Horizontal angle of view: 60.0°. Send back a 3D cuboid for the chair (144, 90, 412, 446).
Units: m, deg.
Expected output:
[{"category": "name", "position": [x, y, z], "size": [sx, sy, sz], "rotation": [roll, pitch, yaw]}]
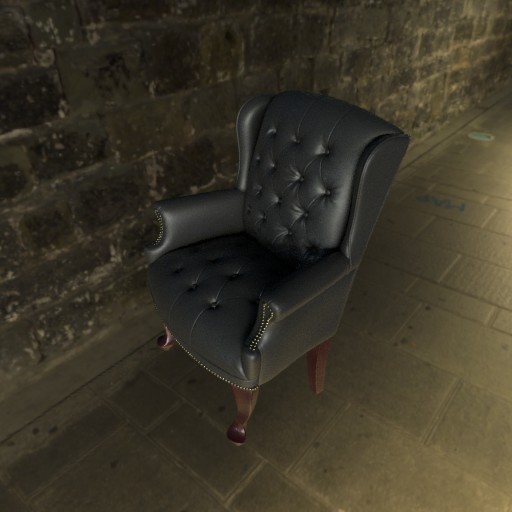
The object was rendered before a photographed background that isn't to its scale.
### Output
[{"category": "chair", "position": [0.000, 0.000, 1.704], "size": [0.762, 1.111, 0.838], "rotation": [-21, 38, -29]}]
